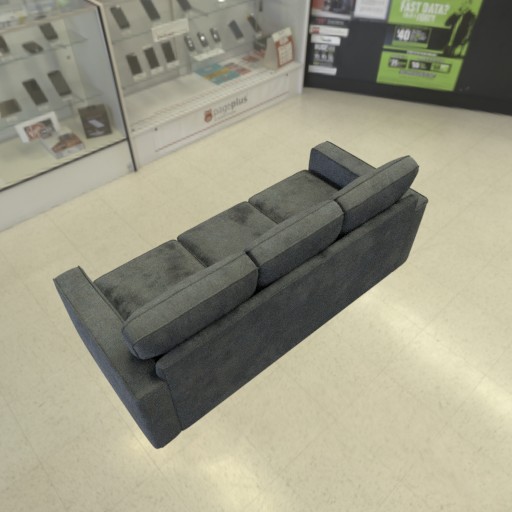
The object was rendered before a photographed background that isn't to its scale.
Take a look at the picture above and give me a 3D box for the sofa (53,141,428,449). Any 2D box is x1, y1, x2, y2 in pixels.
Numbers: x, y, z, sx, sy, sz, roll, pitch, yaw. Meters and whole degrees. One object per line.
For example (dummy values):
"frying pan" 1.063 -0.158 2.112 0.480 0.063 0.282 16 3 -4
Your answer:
"sofa" 0.000 0.000 2.718 2.133 0.965 0.939 -31 54 -26
